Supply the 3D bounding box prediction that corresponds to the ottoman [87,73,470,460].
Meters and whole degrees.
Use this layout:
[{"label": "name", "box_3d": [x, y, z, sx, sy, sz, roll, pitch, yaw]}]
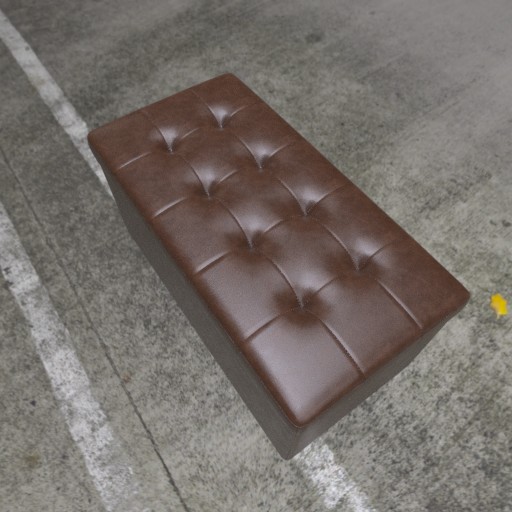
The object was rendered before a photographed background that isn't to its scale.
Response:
[{"label": "ottoman", "box_3d": [0.000, 0.000, 1.125, 0.432, 0.470, 0.838, -31, 63, -18]}]
